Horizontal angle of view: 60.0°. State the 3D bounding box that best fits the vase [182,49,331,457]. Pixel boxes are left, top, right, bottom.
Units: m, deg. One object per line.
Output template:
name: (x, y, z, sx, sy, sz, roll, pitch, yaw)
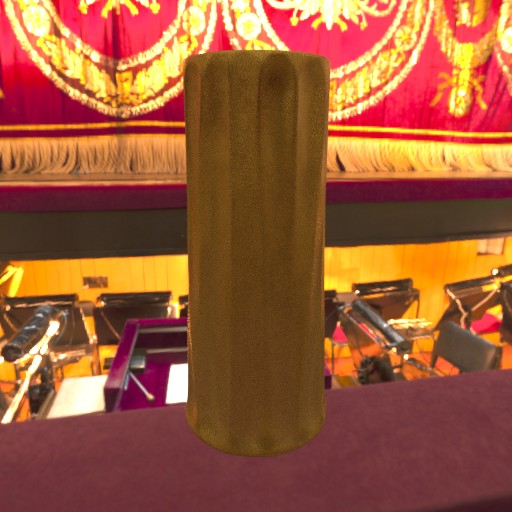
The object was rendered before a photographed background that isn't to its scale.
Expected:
vase: (0.000, 0.000, 0.176, 0.061, 0.143, 0.061, 0, 16, 0)
